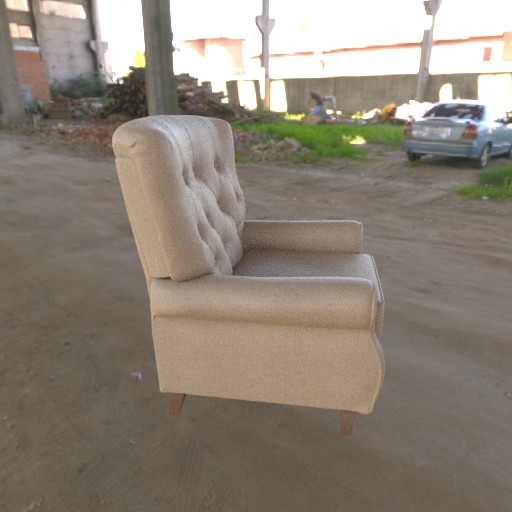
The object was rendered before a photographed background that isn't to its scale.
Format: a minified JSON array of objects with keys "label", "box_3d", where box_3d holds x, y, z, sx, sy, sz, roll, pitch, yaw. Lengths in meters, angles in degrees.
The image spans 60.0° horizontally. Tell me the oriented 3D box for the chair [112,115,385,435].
[{"label":"chair","box_3d":[0.000,0.000,1.884,1.041,1.138,0.999,3,20,9]}]
